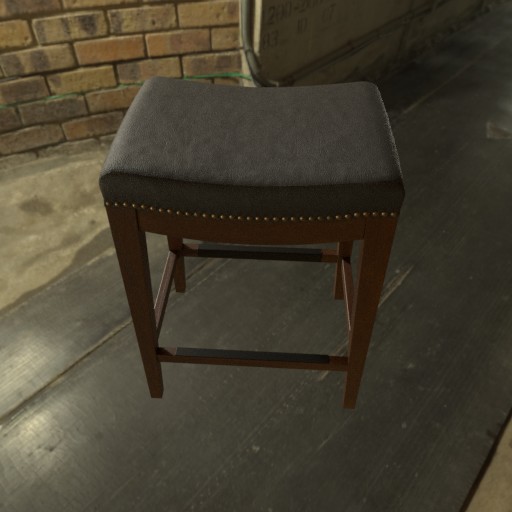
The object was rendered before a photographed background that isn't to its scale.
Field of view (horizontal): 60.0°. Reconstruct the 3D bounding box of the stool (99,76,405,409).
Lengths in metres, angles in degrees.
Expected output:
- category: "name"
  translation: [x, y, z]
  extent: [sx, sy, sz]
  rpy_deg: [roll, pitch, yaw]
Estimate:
- category: "stool"
  translation: [0.000, 0.000, 0.949]
  extent: [0.490, 0.664, 0.353]
  rpy_deg: [2, 46, 2]
